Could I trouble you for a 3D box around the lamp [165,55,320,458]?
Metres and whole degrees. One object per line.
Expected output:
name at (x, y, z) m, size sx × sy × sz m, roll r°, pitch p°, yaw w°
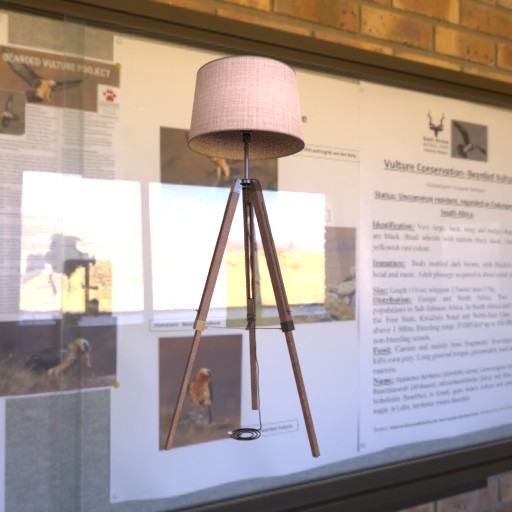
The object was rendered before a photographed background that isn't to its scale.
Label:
lamp at (0.000, 0.000, 1.848) m, size 0.587 × 1.510 × 0.604 m, roll -1°, pitch -1°, yaw 35°
